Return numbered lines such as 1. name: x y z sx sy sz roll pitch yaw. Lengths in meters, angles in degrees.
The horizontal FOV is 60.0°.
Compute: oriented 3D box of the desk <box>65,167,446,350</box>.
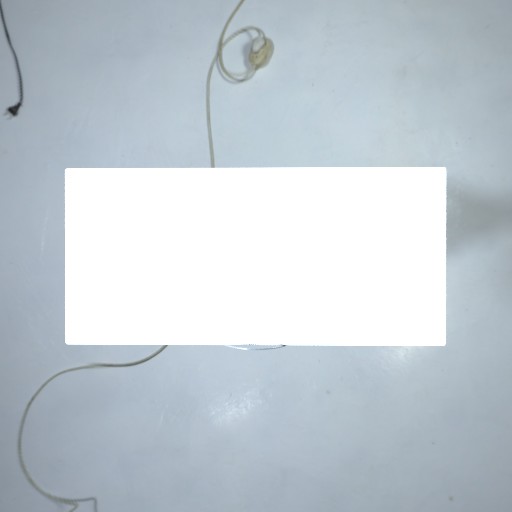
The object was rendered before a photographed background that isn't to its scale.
1. desk: 0.000 0.000 2.330 1.900 0.526 0.900 0 90 1
